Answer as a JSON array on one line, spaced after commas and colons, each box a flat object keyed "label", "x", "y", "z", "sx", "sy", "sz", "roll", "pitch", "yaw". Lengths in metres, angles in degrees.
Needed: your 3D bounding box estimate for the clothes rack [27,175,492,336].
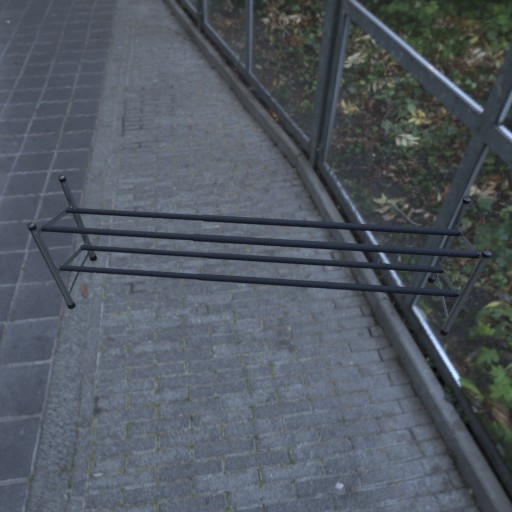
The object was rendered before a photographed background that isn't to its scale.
[{"label": "clothes rack", "x": 0.000, "y": 0.000, "z": 1.303, "sx": 1.168, "sy": 0.349, "sz": 0.229, "roll": 4, "pitch": 47, "yaw": 3}]
